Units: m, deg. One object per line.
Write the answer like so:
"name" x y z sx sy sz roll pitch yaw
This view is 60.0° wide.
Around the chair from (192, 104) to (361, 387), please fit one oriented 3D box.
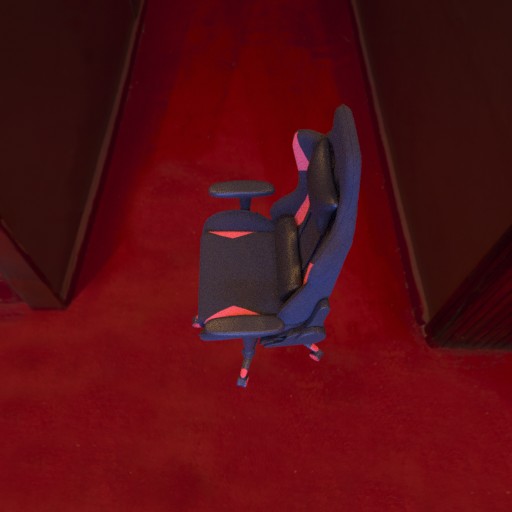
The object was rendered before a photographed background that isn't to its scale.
"chair" 0.000 0.000 1.756 0.658 1.326 0.695 -2 59 -1
